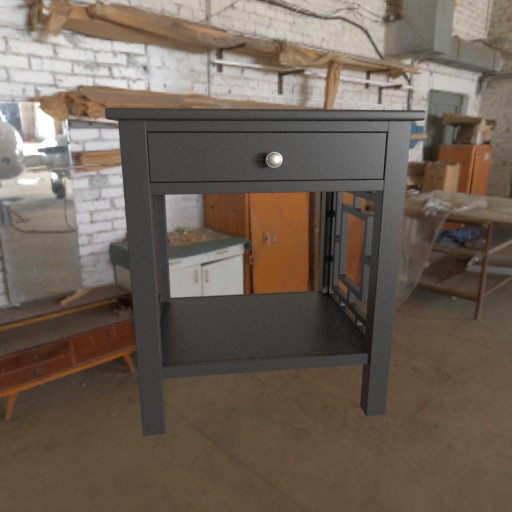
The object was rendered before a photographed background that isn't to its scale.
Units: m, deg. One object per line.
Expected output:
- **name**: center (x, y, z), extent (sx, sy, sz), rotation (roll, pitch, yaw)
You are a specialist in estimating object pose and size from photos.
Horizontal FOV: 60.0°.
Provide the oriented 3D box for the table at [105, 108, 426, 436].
- **table**: center (0.000, 0.000, 1.058), extent (0.564, 0.646, 0.451), rotation (-2, 16, -8)
